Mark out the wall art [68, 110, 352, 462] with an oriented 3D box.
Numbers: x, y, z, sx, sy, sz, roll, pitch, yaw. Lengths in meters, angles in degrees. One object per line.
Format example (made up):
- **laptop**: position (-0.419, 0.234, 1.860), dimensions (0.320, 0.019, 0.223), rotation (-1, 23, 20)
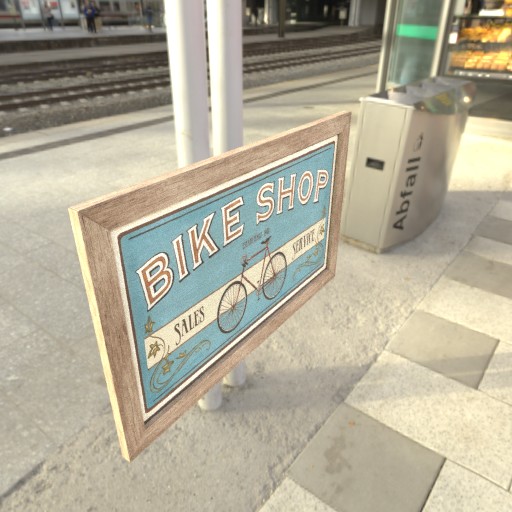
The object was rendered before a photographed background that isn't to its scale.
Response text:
- **wall art**: position (0.000, 0.000, 0.947), dimensions (0.021, 0.480, 0.780), rotation (19, 34, 31)
